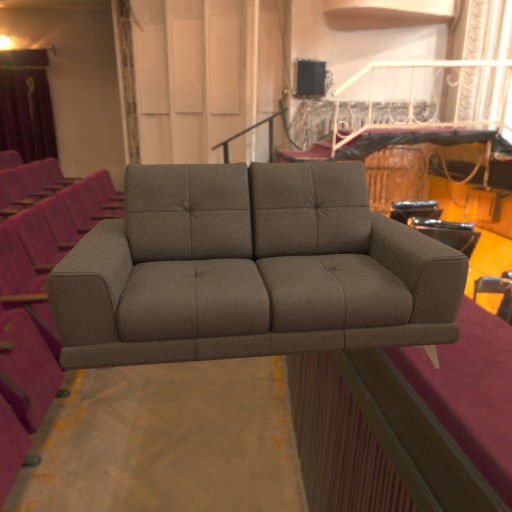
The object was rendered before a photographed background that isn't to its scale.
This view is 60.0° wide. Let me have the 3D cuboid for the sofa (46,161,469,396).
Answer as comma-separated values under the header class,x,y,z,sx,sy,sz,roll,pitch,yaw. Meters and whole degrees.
class,x,y,z,sx,sy,sz,roll,pitch,yaw
sofa,0.000,0.000,2.300,1.806,0.907,1.018,-2,17,-7
